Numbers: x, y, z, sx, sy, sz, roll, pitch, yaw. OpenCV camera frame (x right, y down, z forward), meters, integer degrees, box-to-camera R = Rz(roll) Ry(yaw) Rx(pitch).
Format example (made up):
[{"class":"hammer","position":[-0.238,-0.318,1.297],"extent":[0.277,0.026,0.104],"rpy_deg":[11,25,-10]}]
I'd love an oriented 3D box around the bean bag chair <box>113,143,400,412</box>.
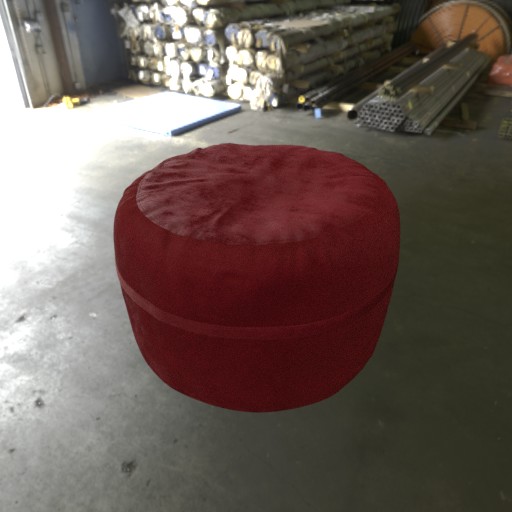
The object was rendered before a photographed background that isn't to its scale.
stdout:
[{"class":"bean bag chair","position":[0.000,0.000,1.996],"extent":[1.219,0.762,1.219],"rpy_deg":[0,33,0]}]
